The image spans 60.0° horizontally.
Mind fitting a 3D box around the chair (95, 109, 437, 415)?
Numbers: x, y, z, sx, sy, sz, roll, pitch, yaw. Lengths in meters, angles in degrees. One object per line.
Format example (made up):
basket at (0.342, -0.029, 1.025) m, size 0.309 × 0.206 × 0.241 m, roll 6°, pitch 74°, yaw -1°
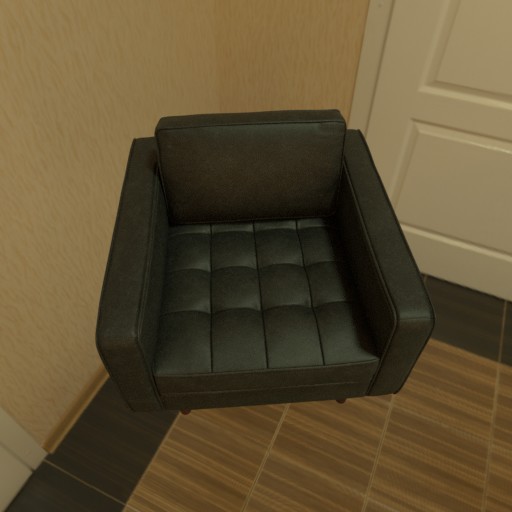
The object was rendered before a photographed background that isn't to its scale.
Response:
chair at (0.000, 0.000, 1.539) m, size 0.889 × 0.763 × 0.914 m, roll -3°, pitch 48°, yaw -3°
